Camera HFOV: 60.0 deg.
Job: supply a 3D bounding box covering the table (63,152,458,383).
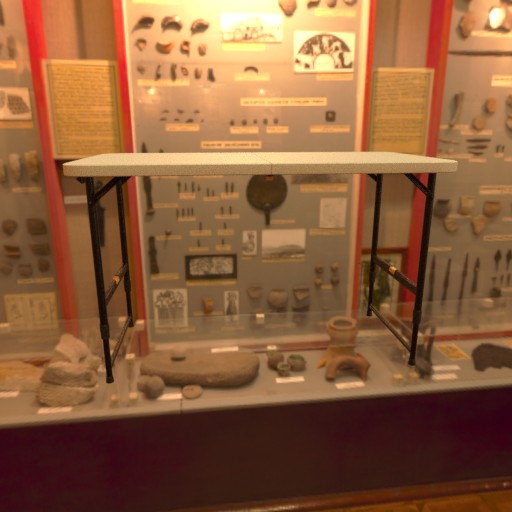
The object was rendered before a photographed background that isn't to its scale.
[{"bbox_3d":[0.000,0.000,1.685,1.245,0.737,0.611,-2,16,-6],"label":"table"}]
